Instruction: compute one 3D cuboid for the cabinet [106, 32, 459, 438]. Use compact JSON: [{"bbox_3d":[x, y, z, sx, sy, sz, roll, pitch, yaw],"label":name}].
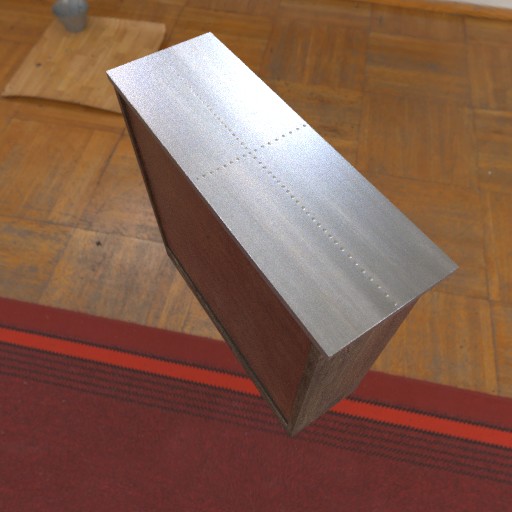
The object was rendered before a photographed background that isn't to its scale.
[{"bbox_3d":[0.000,0.000,1.436,0.338,0.919,0.968,-30,63,-17],"label":"cabinet"}]
